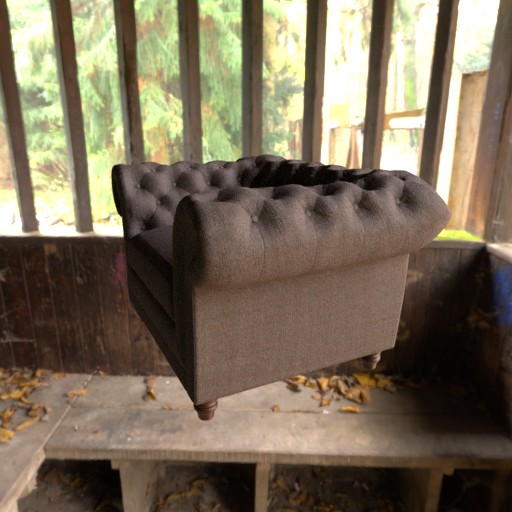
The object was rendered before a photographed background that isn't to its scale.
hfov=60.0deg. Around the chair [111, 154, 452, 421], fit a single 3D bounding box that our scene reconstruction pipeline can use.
[{"bbox_3d":[0.000,0.000,1.884,0.945,0.780,1.298,-8,19,-26],"label":"chair"}]
